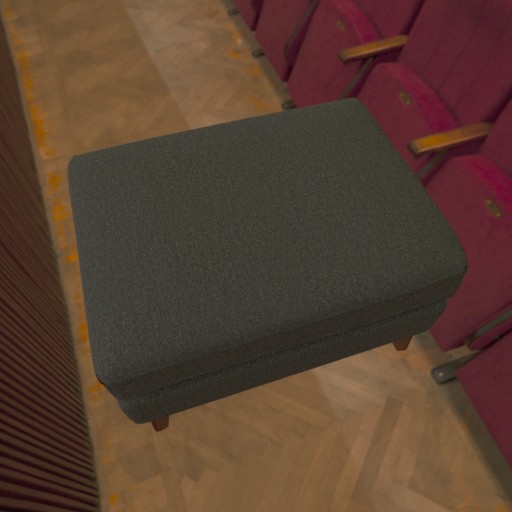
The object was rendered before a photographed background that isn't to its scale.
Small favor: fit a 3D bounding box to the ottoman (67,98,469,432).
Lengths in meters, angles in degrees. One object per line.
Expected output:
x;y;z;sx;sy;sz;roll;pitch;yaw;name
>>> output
0.000;0.000;1.212;0.835;0.503;0.629;-15;58;-10;ottoman
